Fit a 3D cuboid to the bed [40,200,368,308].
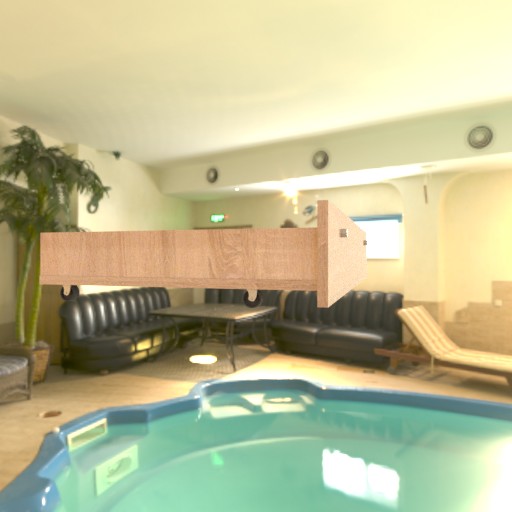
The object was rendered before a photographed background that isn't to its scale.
[{"bbox_3d":[0.000,0.000,1.495,0.685,0.209,1.200,0,0,17],"label":"bed"}]
